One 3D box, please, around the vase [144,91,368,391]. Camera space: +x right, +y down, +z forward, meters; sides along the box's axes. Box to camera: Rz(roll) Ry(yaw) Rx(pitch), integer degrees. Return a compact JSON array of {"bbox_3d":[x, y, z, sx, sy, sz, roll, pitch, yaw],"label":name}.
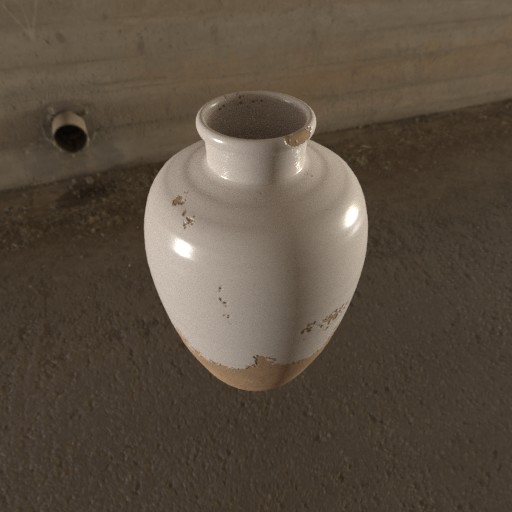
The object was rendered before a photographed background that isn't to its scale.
[{"bbox_3d":[0.000,0.000,0.338,0.158,0.228,0.158,0,43,0],"label":"vase"}]
